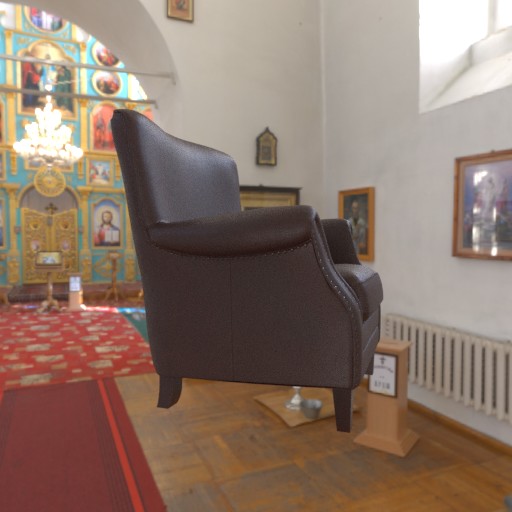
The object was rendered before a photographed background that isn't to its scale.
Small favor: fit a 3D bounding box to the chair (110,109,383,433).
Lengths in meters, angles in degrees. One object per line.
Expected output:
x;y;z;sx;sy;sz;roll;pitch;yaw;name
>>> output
0.000;0.000;1.360;0.746;0.800;0.700;1;2;20;chair
